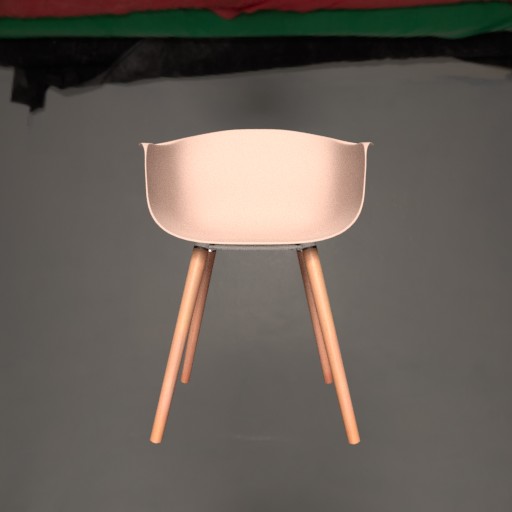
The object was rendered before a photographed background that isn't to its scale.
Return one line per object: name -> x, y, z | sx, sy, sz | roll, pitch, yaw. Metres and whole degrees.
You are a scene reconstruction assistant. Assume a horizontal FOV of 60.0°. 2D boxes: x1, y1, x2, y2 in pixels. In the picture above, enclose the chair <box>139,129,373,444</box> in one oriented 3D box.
chair -> 0.000, 0.000, 1.143 | 0.593, 0.781, 0.504 | 0, 1, 1
